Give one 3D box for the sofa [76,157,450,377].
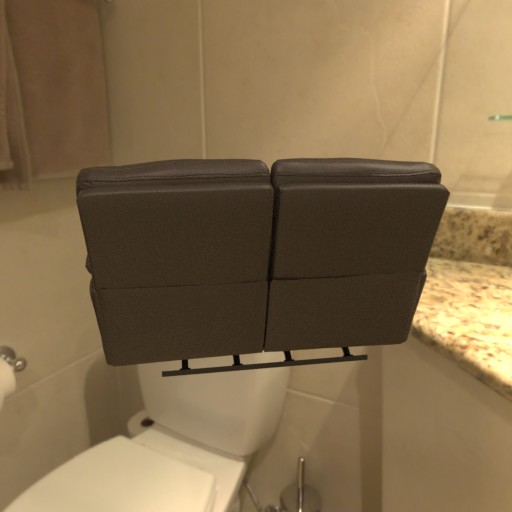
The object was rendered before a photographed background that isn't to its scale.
[{"bbox_3d":[0.000,0.000,2.494,1.765,1.111,1.104,-2,15,-9],"label":"sofa"}]
